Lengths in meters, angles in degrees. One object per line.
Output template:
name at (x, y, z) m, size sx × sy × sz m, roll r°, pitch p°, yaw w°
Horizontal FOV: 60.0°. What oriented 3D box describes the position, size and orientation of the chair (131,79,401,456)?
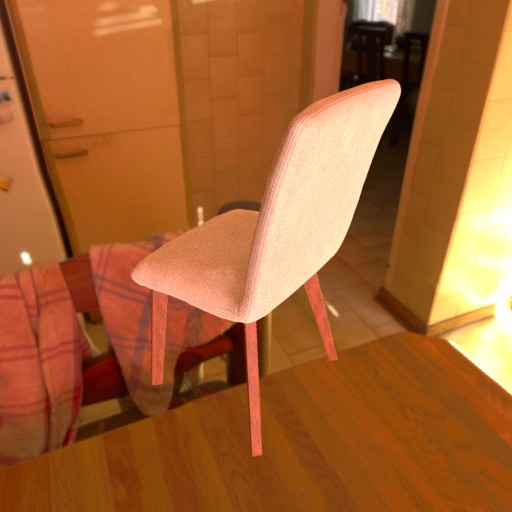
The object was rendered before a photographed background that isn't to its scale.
chair at (0.000, 0.000, 1.295) m, size 0.563 × 0.974 × 0.522 m, roll 21°, pitch 37°, yaw 30°
